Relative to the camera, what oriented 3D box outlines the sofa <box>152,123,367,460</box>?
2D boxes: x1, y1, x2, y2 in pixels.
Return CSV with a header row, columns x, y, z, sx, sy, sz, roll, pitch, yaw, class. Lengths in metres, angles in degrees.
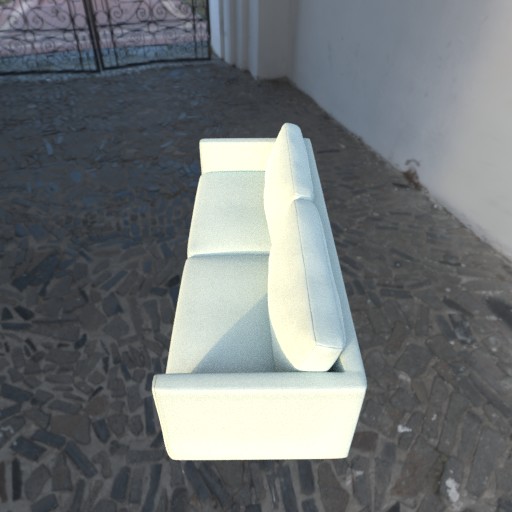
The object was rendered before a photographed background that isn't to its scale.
x,y,z,sx,sy,sz,roll,pitch,yaw,class
0.000,0.000,2.960,0.948,0.965,2.434,0,40,0,sofa
